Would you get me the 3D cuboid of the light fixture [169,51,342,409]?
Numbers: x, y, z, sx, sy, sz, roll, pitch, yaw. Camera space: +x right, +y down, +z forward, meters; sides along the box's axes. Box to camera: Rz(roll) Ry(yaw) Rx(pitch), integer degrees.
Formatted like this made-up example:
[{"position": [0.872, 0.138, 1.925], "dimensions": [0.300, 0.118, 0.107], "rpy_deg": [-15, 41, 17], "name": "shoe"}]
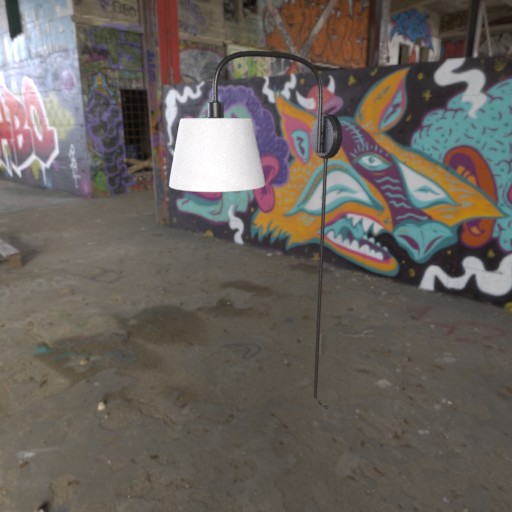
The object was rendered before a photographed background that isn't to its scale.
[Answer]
[{"position": [0.000, 0.000, 0.470], "dimensions": [0.176, 0.399, 0.092], "rpy_deg": [-8, 19, -26], "name": "light fixture"}]
